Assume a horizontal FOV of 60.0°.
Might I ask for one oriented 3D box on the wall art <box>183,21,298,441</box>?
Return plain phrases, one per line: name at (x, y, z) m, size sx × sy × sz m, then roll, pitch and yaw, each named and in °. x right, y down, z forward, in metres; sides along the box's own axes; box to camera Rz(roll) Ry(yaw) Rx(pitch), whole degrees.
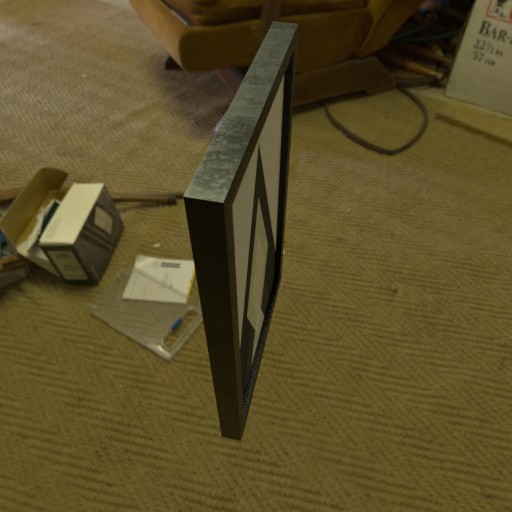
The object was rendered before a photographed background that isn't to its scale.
wall art at (0.000, 0.000, 0.575) m, size 0.031 × 0.457 × 0.313 m, roll 10°, pitch 49°, yaw 9°
